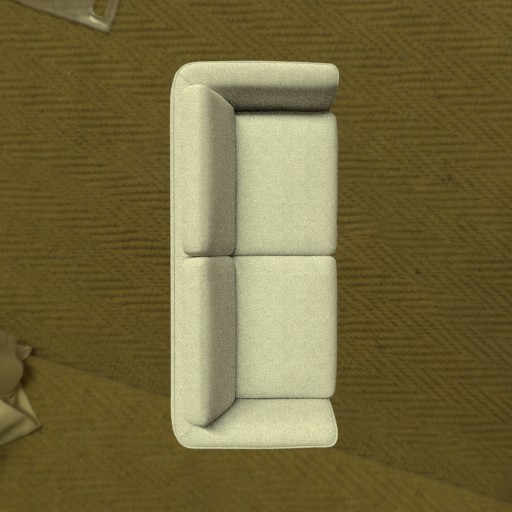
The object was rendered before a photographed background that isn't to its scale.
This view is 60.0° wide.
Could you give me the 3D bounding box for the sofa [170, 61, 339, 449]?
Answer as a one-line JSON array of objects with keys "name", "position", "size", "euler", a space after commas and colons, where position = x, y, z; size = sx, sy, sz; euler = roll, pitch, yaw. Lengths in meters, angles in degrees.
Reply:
[{"name": "sofa", "position": [0.000, 0.000, 2.469], "size": [0.920, 0.850, 2.000], "euler": [0, 91, 0]}]
